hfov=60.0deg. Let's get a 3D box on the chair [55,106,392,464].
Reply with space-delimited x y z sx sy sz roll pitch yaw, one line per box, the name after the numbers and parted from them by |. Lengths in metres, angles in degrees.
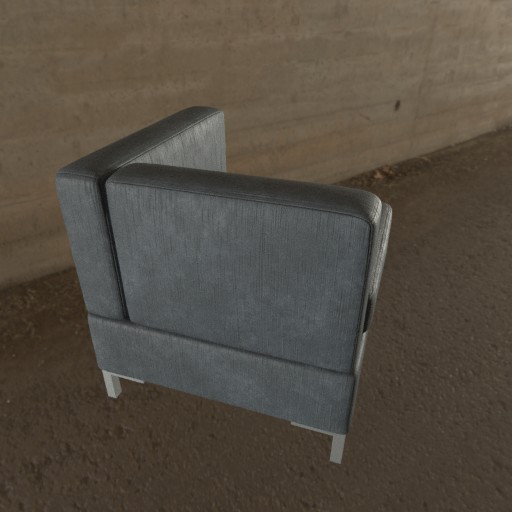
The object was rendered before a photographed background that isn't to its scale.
0.000 0.000 1.225 0.680 0.660 0.680 10 32 16 | chair
